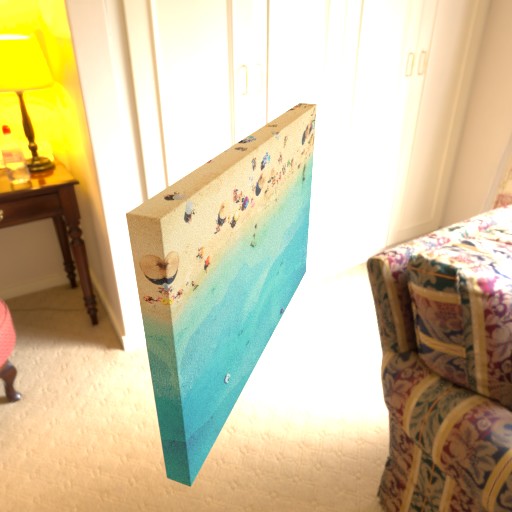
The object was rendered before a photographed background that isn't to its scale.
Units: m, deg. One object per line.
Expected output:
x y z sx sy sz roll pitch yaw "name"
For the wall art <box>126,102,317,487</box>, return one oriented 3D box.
0.000 0.000 0.767 0.039 0.406 0.609 10 31 18 "wall art"
